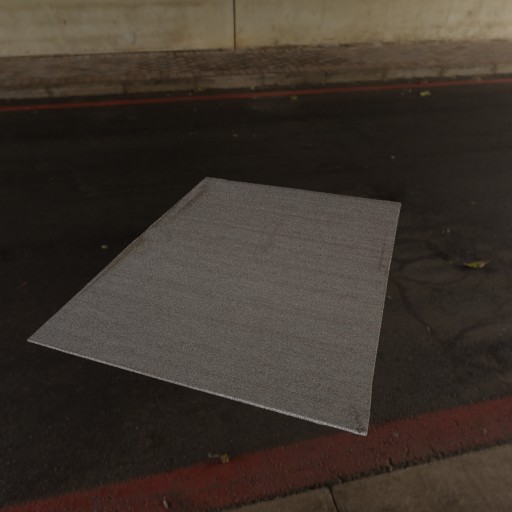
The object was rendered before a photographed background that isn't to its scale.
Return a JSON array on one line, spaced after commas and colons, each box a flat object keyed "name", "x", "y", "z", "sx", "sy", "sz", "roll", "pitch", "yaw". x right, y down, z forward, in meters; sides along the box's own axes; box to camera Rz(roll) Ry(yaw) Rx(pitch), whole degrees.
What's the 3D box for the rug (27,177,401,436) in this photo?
[{"name": "rug", "x": 0.000, "y": 0.000, "z": 4.890, "sx": 2.873, "sy": 0.053, "sz": 3.778, "roll": 11, "pitch": 34, "yaw": 16}]
